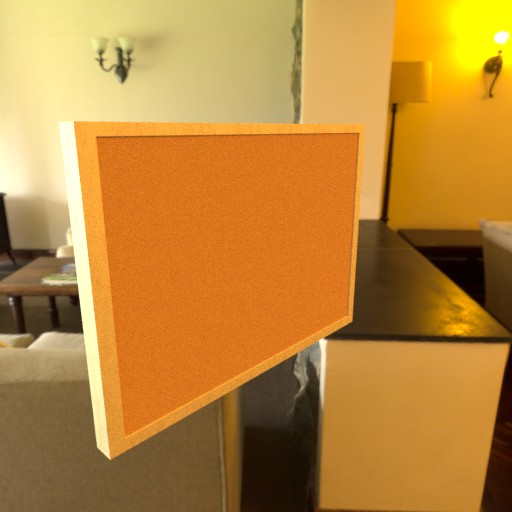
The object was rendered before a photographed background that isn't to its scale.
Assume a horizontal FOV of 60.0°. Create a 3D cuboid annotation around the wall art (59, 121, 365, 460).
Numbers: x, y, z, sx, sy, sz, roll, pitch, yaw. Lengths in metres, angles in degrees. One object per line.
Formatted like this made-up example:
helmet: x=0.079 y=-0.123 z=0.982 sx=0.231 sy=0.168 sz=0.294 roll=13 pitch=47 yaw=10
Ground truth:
wall art: x=0.000 y=0.000 z=0.664 sx=0.032 sy=0.380 sz=0.532 roll=15 pitch=22 yaw=41
